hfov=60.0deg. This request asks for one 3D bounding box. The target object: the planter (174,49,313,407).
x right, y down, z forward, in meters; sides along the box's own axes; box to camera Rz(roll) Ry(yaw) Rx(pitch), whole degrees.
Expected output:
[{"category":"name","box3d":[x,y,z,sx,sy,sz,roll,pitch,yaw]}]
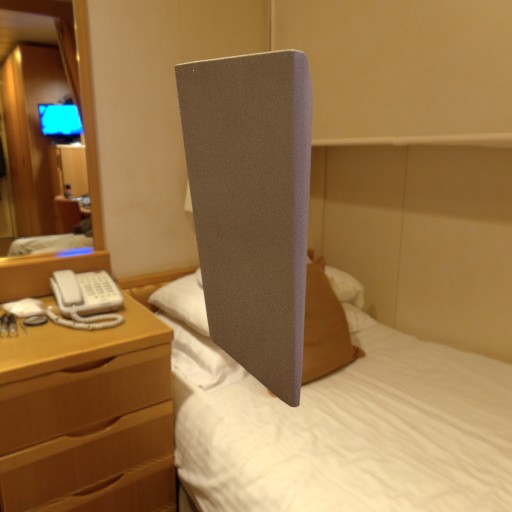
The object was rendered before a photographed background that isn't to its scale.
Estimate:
[{"category":"planter","box3d":[0.000,0.000,0.266,0.060,0.197,0.150,2,13,8]}]
